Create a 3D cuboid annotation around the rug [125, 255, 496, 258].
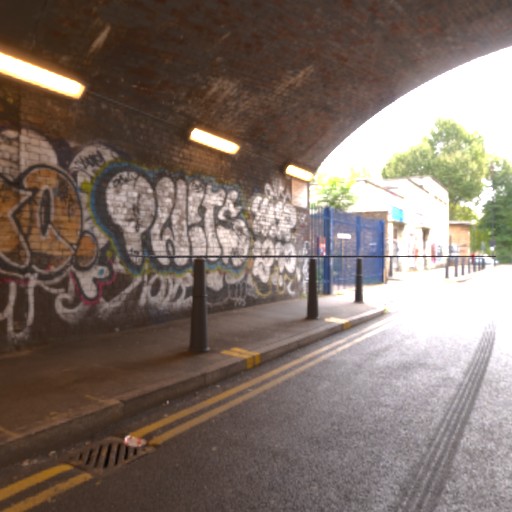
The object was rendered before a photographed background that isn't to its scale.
[{"bbox_3d":[0.000,0.000,2.253,1.200,0.005,1.819,0,0,-19],"label":"rug"}]
